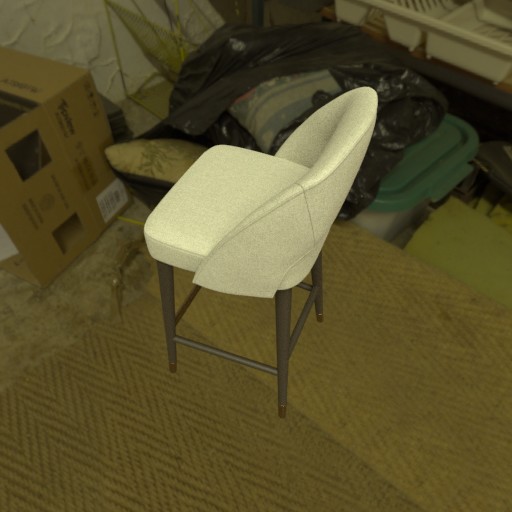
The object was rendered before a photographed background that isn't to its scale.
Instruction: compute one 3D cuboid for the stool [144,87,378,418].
[{"bbox_3d":[0.000,0.000,1.324,0.509,1.037,0.494,18,50,15],"label":"stool"}]
